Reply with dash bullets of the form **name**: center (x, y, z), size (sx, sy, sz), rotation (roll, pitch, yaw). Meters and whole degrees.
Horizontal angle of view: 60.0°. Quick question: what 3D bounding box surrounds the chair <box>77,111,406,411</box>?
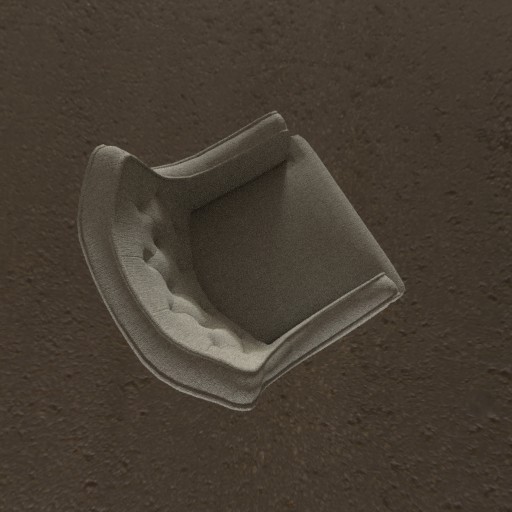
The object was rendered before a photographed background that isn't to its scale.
- **chair**: center (0.000, 0.000, 1.593), size (0.910, 0.920, 0.820), rotation (-30, 78, -7)
